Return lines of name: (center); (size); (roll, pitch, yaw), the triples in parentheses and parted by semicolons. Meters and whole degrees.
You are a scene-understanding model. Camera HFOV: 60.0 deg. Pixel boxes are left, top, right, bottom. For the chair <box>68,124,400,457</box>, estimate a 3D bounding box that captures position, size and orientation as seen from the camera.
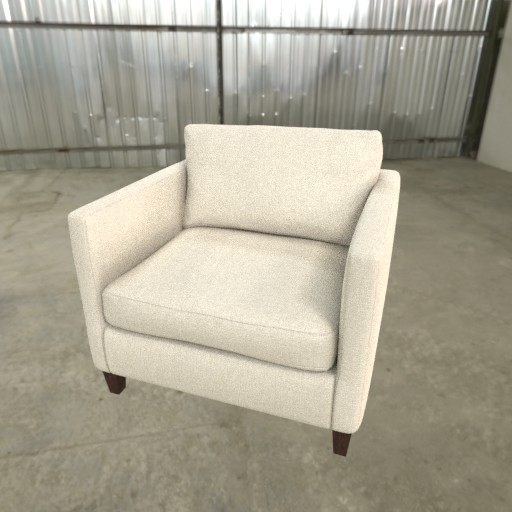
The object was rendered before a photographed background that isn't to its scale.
chair: (0.000, 0.000, 1.731); (0.996, 0.919, 0.959); (8, 26, 17)
